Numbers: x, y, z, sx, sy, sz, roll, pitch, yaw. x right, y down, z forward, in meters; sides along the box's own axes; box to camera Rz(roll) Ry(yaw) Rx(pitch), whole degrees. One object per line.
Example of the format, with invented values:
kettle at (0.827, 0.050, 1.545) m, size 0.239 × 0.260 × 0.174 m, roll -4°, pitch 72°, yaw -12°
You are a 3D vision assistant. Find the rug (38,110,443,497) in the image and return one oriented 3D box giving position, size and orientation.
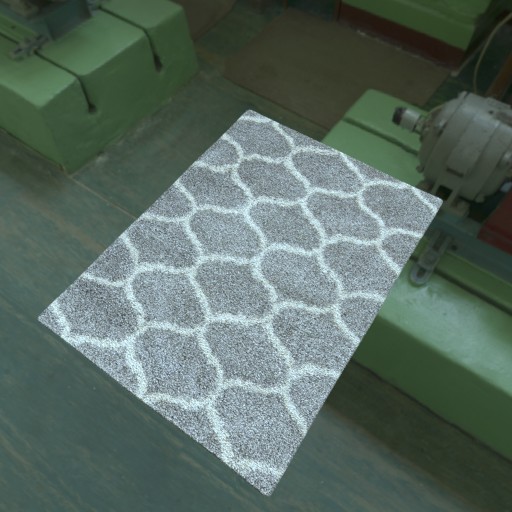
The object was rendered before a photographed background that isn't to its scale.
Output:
rug at (0.000, 0.000, 2.073) m, size 1.200 × 0.025 × 1.600 m, roll 30°, pitch 63°, yaw 17°
